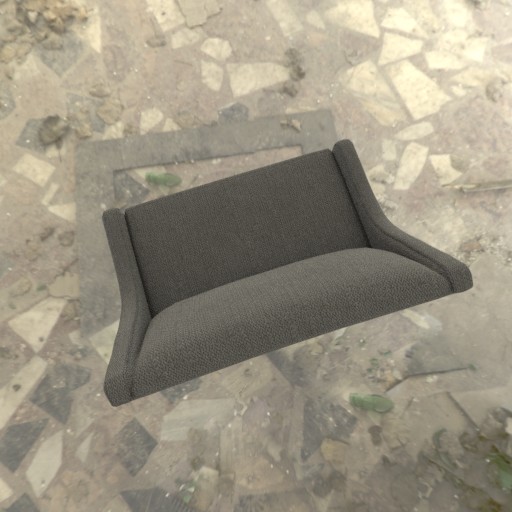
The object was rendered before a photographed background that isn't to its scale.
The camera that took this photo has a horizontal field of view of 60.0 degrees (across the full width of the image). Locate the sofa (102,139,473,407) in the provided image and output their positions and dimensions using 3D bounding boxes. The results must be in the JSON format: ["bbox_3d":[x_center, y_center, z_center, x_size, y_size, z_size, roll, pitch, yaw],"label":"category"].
[{"bbox_3d":[0.000,0.000,1.953,1.242,1.022,0.873,-17,76,-4],"label":"sofa"}]
